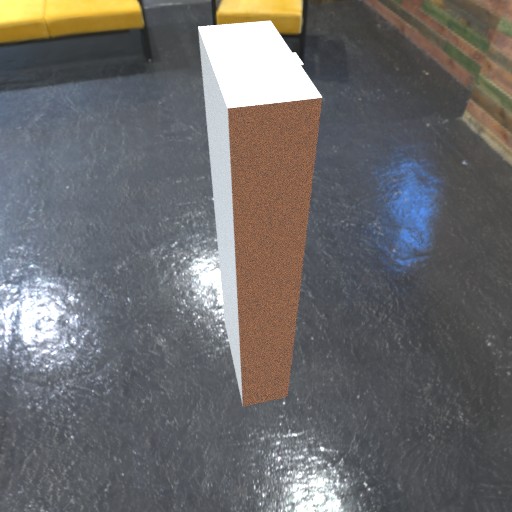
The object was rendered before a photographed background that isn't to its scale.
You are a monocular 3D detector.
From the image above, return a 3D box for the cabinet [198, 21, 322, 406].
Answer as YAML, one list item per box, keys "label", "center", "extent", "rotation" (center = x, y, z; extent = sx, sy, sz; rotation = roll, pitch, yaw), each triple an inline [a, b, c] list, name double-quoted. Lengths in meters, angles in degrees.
- label: "cabinet"
  center: [0.000, 0.000, 1.836]
  extent: [0.255, 1.630, 0.520]
  rotation: [-9, 48, -9]
